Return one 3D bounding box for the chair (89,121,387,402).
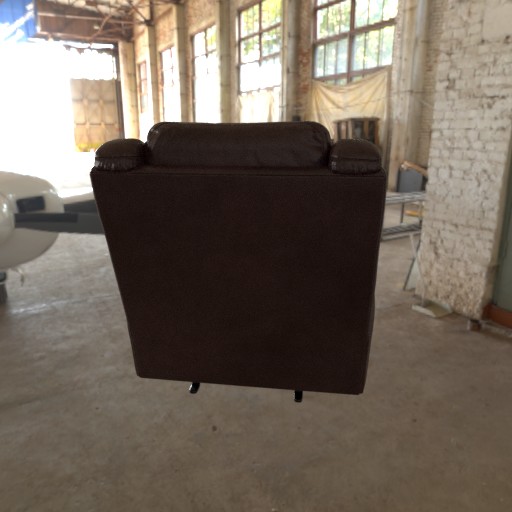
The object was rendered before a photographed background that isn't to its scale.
[{"bbox_3d":[0.000,0.000,1.909,0.990,1.093,1.041,2,16,8],"label":"chair"}]
